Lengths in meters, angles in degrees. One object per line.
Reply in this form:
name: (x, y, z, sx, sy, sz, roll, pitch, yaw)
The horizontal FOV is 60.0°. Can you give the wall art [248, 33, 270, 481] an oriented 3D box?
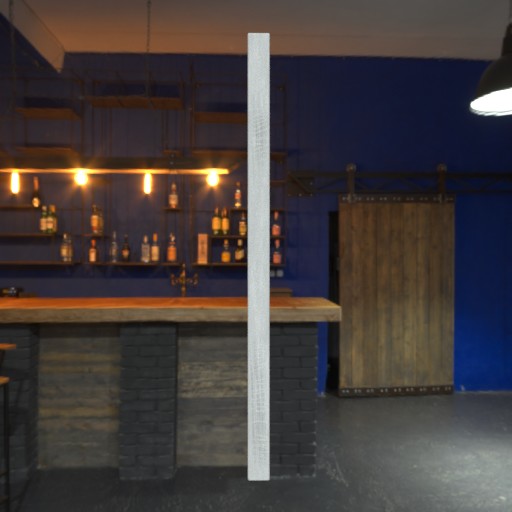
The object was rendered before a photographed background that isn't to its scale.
wall art: (0.000, 0.000, 0.451, 0.015, 0.303, 0.303, 0, 1, -1)
